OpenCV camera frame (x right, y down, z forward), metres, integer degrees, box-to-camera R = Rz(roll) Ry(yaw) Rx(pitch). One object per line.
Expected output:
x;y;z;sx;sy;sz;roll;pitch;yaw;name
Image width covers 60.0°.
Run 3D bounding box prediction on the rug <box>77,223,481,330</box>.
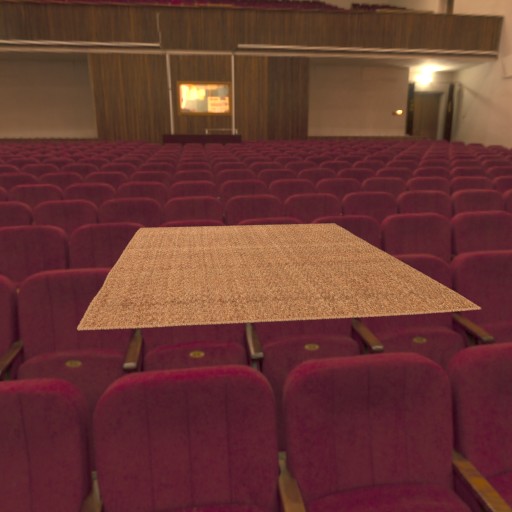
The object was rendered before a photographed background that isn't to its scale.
0.000;0.000;4.015;2.439;0.013;3.048;-2;14;-7;rug
